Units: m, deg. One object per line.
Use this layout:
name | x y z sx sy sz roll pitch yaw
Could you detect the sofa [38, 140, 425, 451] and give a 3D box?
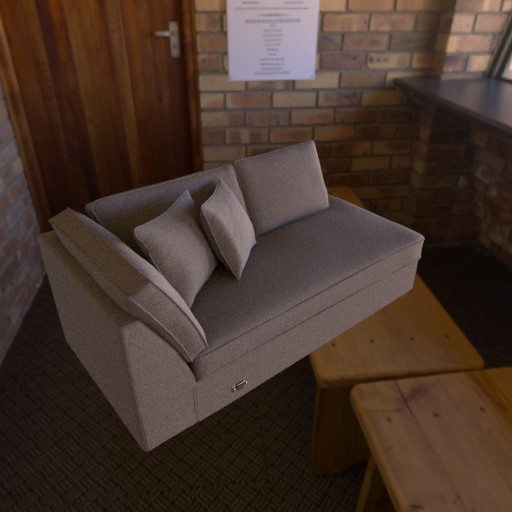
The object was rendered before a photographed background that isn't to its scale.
sofa | 0.000 0.000 2.833 2.237 1.033 1.110 -23 37 -33
